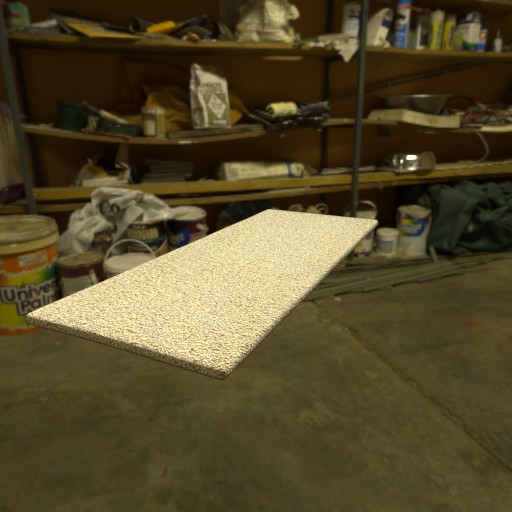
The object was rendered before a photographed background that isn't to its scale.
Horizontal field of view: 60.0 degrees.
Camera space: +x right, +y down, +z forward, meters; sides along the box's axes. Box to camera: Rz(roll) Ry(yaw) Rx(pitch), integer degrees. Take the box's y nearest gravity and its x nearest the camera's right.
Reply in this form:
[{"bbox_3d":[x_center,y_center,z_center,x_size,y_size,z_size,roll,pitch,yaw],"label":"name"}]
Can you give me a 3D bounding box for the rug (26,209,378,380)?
[{"bbox_3d":[0.000,0.000,1.690,0.609,0.030,1.524,9,20,25],"label":"rug"}]
